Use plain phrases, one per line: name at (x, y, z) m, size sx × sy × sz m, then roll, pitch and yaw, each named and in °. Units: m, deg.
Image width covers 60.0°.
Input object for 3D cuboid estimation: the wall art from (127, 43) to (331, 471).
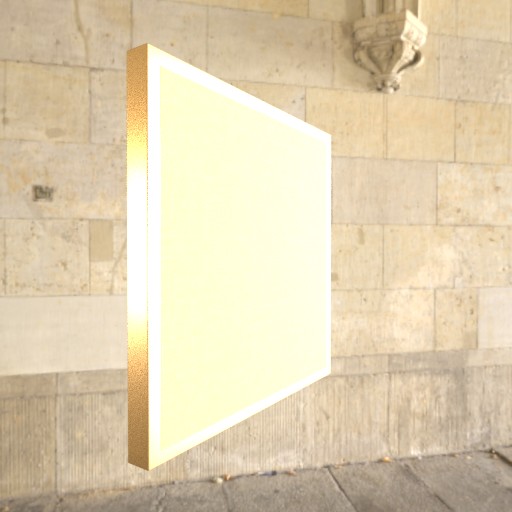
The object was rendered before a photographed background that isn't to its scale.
wall art at (0.000, 0.000, 0.448) m, size 0.023 × 0.305 × 0.305 m, roll 0°, pitch 1°, yaw 34°
